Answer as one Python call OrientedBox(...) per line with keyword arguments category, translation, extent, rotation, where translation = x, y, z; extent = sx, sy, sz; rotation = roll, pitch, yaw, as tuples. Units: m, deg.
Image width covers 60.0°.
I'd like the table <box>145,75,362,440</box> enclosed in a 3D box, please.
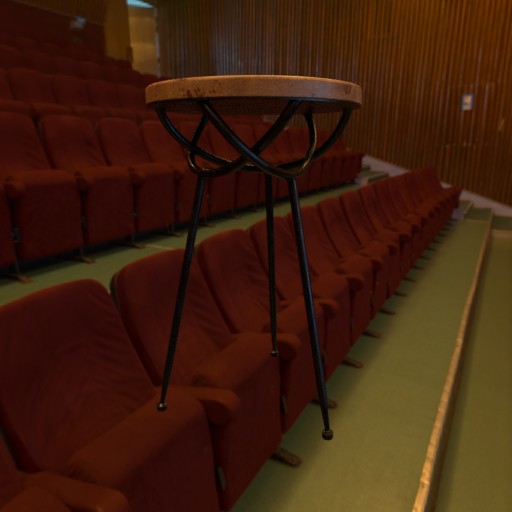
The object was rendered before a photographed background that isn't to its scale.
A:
OrientedBox(category="table", translation=(0.000, 0.000, 0.943), extent=(0.414, 0.664, 0.418), rotation=(8, 16, 28))
